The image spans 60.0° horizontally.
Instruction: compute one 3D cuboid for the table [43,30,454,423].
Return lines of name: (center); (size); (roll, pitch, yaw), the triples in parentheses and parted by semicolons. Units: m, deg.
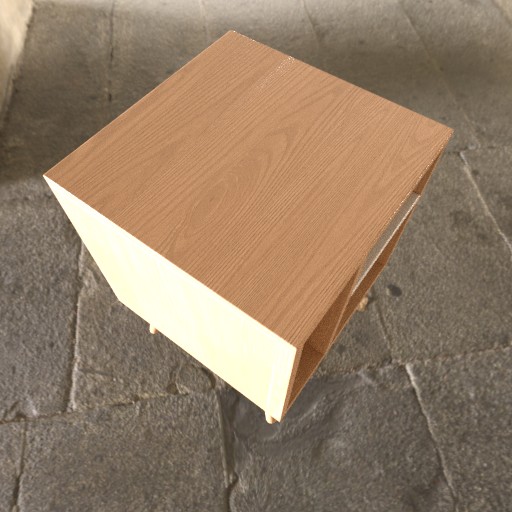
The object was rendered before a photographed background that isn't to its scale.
table: (0.000, 0.000, 0.838); (0.400, 0.550, 0.400); (32, 64, 18)
